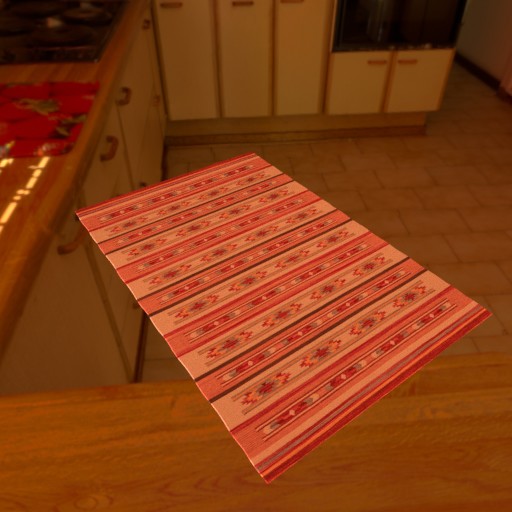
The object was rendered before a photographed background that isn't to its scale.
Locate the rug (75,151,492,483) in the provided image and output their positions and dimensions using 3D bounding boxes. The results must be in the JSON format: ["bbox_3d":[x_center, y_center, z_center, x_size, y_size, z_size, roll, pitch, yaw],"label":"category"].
[{"bbox_3d":[0.000,0.000,2.210,1.223,0.008,1.817,-25,47,-26],"label":"rug"}]
